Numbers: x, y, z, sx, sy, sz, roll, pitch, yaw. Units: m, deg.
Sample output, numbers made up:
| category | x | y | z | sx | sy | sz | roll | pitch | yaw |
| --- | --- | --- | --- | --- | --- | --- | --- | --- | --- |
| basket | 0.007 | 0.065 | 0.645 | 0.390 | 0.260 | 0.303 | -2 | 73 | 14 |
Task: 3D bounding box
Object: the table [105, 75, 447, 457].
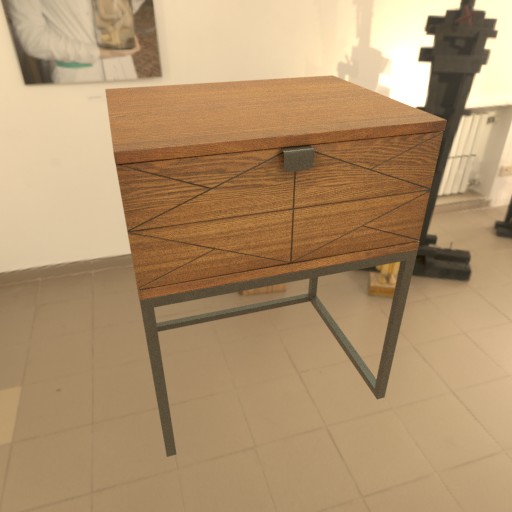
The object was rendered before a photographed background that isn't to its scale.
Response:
| category | x | y | z | sx | sy | sz | roll | pitch | yaw |
| --- | --- | --- | --- | --- | --- | --- | --- | --- | --- |
| table | 0.000 | 0.000 | 0.913 | 0.482 | 0.610 | 0.400 | -9 | 33 | -15 |
